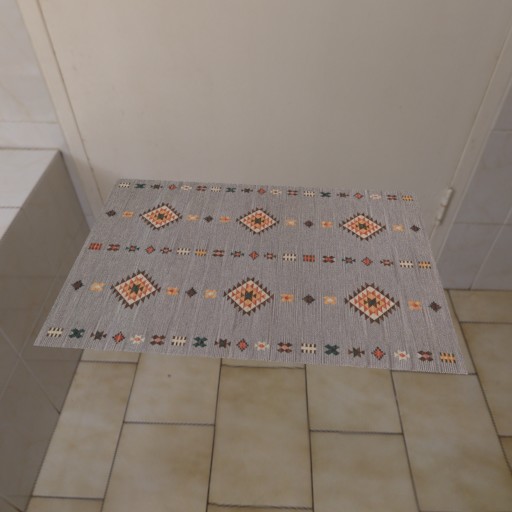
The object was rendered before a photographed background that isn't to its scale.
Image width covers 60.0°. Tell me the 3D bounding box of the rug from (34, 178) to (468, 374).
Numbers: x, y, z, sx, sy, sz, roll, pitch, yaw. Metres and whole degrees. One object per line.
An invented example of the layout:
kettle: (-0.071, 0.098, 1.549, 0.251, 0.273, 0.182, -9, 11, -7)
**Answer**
rug: (0.000, 0.000, 2.275, 1.818, 0.005, 1.217, 3, 45, 3)
